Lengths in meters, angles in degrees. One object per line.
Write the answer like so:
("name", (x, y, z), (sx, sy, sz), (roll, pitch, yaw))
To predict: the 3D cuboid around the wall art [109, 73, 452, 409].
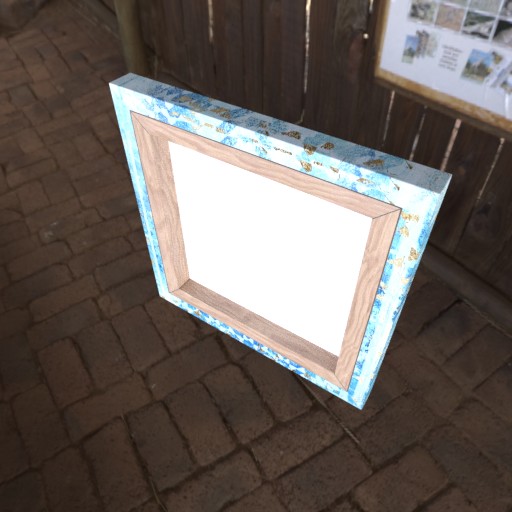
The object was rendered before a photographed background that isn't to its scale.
("wall art", (0.000, 0.000, 0.616), (0.405, 0.405, 0.037), (25, 50, 23))
